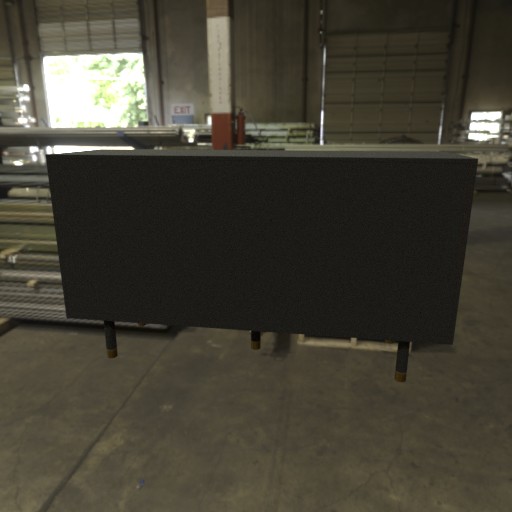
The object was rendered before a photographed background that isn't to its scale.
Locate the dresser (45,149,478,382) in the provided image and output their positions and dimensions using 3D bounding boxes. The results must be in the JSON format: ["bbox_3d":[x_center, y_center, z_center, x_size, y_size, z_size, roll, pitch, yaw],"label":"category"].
[{"bbox_3d":[0.000,0.000,1.919,1.558,0.872,0.463,3,16,9],"label":"dresser"}]
